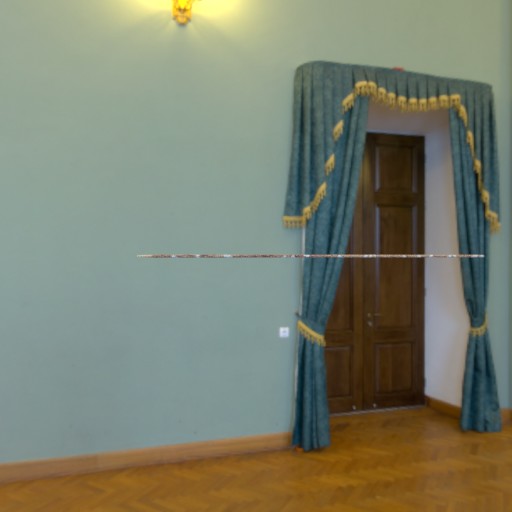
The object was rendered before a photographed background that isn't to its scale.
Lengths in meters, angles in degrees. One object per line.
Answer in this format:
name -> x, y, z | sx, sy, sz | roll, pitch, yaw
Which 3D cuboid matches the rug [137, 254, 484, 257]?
rug -> 0.000, 0.000, 3.028 | 1.517, 0.011, 2.435 | 0, 0, -16
